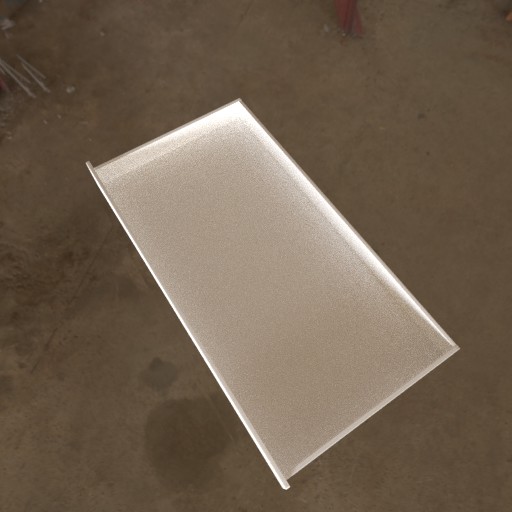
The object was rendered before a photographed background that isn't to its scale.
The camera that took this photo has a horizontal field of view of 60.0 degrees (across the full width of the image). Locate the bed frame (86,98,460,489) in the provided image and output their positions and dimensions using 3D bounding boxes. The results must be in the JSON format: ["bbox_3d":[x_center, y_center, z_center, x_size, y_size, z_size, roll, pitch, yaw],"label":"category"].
[{"bbox_3d":[0.000,0.000,1.560,0.670,0.141,1.300,-31,67,-14],"label":"bed frame"}]
